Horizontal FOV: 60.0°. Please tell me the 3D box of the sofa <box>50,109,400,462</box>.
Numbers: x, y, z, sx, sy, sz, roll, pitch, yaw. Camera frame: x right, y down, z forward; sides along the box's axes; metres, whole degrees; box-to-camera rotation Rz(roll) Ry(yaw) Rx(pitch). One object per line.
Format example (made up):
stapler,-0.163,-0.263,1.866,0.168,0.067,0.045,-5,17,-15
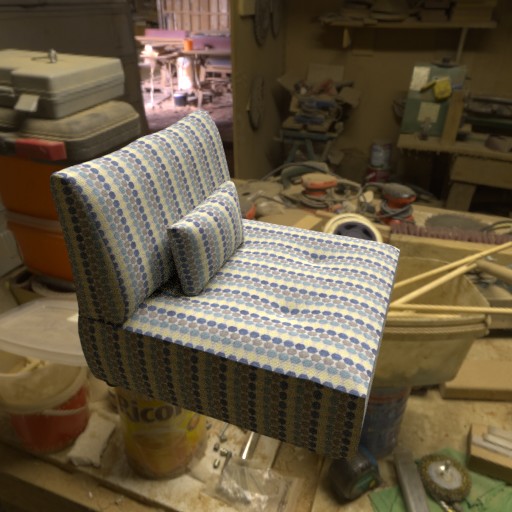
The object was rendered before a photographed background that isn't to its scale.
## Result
sofa,0.000,0.000,1.669,1.000,0.830,0.930,11,32,18
